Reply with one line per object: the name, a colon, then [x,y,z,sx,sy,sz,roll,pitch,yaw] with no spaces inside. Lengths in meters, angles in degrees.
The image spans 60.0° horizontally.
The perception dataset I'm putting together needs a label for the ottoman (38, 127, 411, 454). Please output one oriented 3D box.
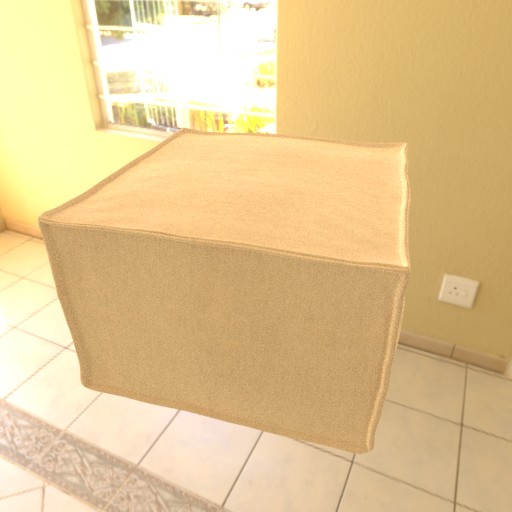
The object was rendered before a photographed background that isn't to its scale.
ottoman: [0.000,0.000,1.122,0.707,0.470,0.696,8,33,13]
